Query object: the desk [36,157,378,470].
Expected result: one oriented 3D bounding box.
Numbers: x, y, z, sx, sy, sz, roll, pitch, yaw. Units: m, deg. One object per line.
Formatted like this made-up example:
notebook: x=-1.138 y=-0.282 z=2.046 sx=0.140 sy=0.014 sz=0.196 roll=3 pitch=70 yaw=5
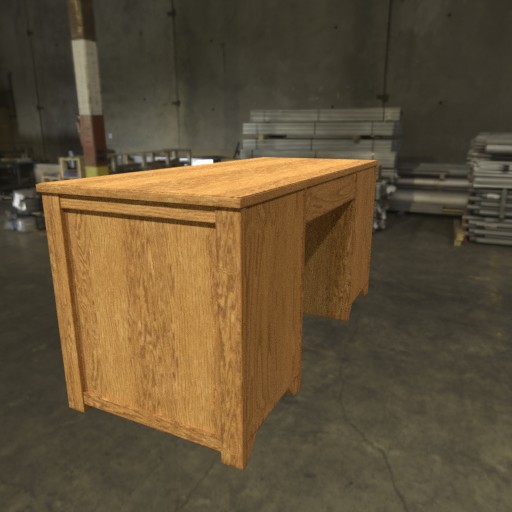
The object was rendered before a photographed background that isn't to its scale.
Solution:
desk: x=0.000 y=0.000 z=1.929 sx=0.685 sy=0.751 sz=1.567 roll=7 pitch=17 yaw=25
